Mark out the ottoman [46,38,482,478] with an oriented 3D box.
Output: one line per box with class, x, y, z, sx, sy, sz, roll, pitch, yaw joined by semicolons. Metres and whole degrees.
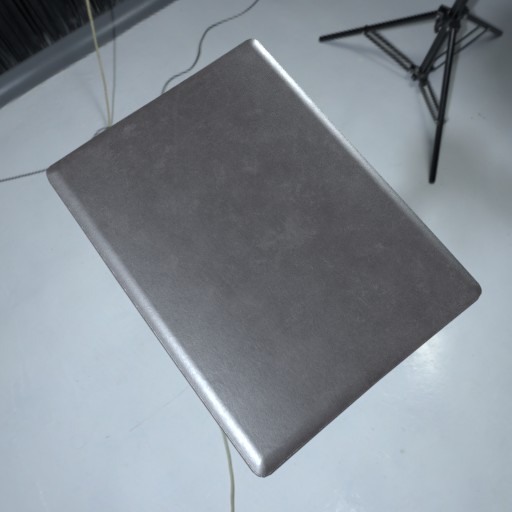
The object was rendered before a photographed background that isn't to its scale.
ottoman;0.000;0.000;1.139;0.590;0.498;0.795;-37;78;-9
